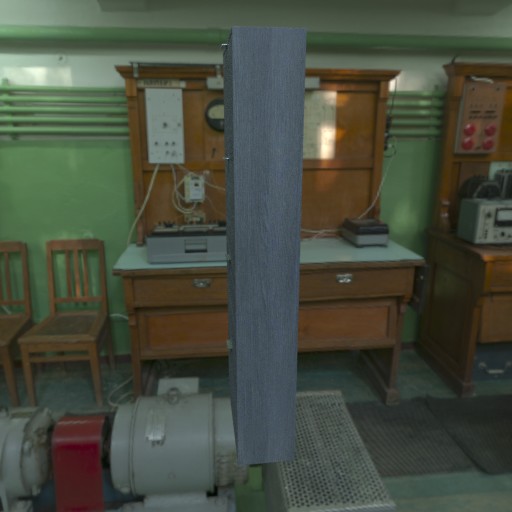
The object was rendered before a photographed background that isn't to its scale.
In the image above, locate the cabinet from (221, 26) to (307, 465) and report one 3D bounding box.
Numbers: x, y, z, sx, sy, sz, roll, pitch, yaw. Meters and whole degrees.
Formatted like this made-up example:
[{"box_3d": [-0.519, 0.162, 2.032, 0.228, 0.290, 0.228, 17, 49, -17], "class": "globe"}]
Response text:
[{"box_3d": [0.000, 0.000, 1.851, 0.255, 1.630, 0.520, -2, 16, -7], "class": "cabinet"}]
